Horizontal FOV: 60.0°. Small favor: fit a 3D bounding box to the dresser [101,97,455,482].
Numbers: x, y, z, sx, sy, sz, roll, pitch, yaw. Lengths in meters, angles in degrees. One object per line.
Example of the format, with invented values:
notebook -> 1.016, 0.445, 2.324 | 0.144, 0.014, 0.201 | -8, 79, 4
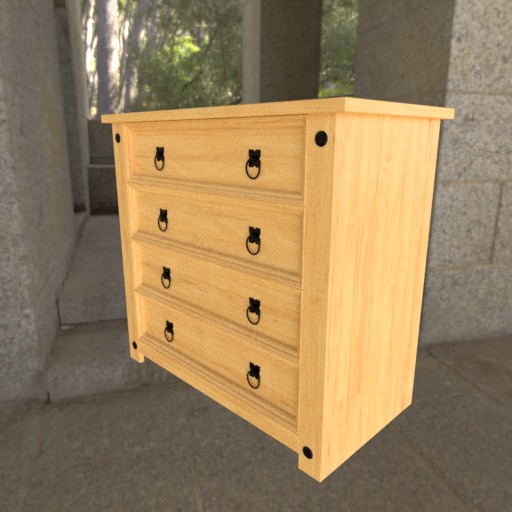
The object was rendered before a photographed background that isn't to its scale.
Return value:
dresser -> 0.000, 0.000, 1.181 | 0.410, 0.730, 0.800 | -14, 21, -43
